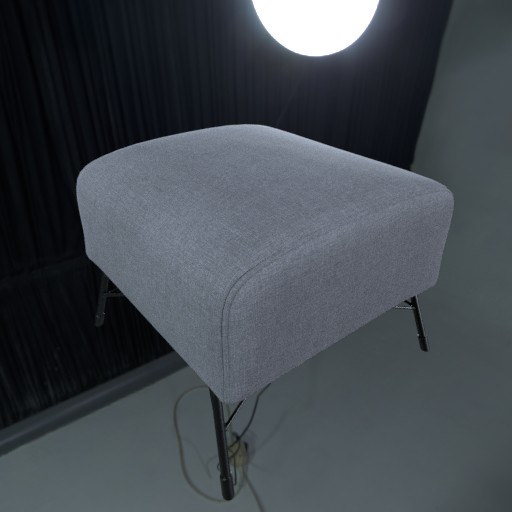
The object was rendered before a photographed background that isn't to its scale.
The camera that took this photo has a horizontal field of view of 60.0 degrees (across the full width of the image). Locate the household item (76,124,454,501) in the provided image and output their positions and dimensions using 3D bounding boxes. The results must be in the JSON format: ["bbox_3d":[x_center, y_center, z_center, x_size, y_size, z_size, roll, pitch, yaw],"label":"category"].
[{"bbox_3d":[0.000,0.000,0.872,0.530,0.410,0.530,-22,37,-32],"label":"household item"}]
